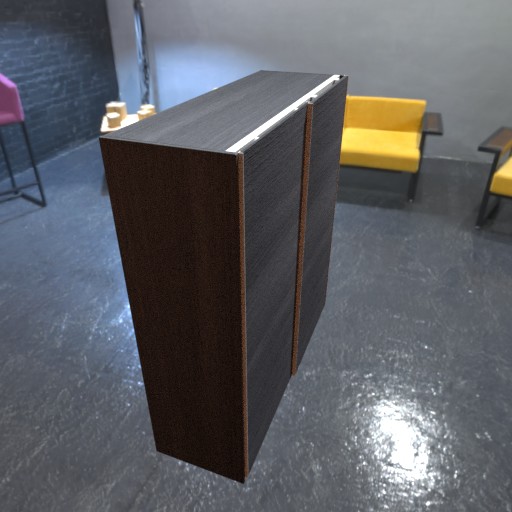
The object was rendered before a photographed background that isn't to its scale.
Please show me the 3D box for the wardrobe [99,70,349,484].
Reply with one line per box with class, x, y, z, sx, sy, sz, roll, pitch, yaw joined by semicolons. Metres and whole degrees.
wardrobe;0.000;0.000;2.848;0.629;1.960;1.780;11;33;18
